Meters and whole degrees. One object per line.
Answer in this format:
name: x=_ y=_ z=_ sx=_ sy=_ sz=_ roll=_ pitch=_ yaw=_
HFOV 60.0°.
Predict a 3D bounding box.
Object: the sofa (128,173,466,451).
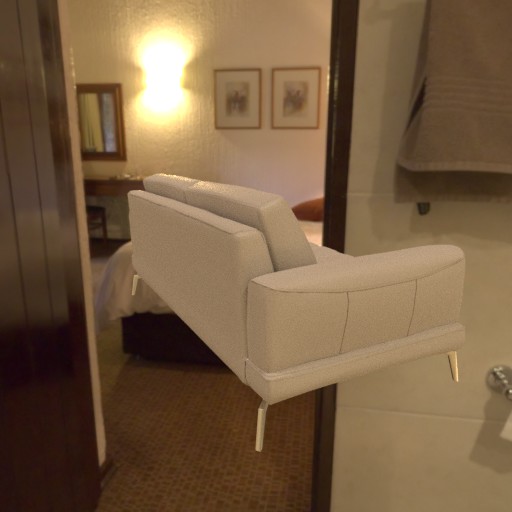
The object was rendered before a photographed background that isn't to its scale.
sofa: x=0.000 y=0.000 z=2.685 sx=1.121 sy=0.930 sz=2.177 roll=-7 pitch=16 yaw=-27
